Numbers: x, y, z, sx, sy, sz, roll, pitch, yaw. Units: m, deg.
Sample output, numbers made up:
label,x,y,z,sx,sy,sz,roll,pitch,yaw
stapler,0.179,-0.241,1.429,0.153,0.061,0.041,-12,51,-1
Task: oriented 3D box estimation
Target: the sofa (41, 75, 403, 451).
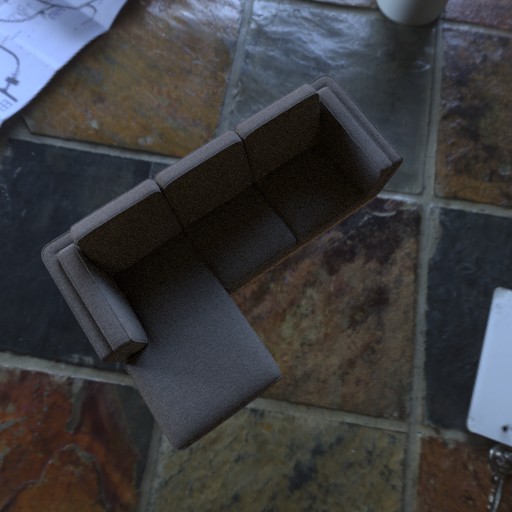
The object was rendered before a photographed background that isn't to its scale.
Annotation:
label,x,y,z,sx,sy,sz,roll,pitch,yaw
sofa,0.000,0.000,3.172,2.411,0.929,1.604,-34,78,-8
